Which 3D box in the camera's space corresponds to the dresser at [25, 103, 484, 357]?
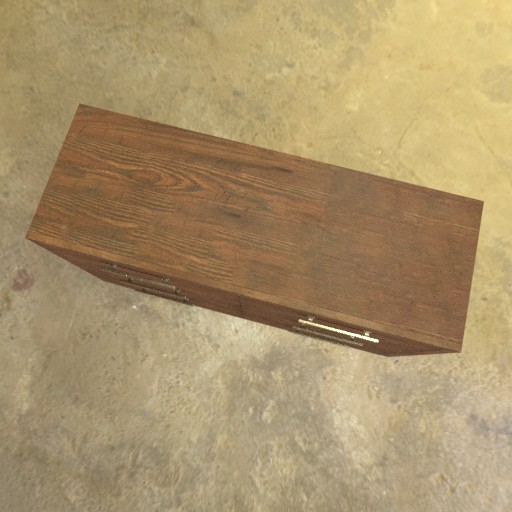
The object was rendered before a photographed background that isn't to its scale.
[{"bbox_3d":[0.000,0.000,2.193,1.646,1.061,0.623,14,77,4],"label":"dresser"}]
